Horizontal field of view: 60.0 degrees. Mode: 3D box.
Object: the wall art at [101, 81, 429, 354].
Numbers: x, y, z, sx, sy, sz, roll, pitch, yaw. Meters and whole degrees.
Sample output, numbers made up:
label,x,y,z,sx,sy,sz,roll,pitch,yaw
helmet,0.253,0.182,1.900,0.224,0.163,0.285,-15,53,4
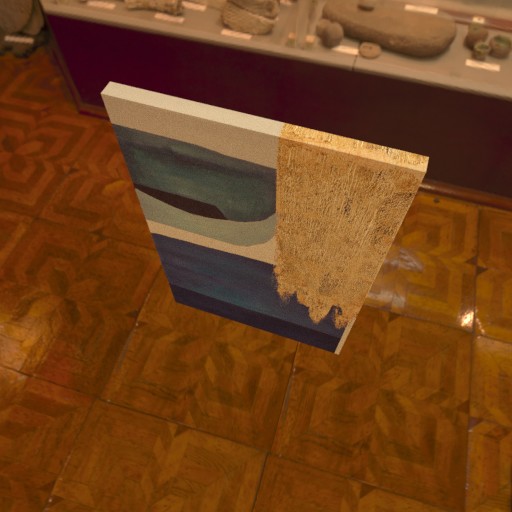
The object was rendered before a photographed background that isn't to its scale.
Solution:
label,x,y,z,sx,sy,sz,roll,pitch,yaw
wall art,0.000,0.000,1.183,0.607,0.911,0.039,16,60,10
